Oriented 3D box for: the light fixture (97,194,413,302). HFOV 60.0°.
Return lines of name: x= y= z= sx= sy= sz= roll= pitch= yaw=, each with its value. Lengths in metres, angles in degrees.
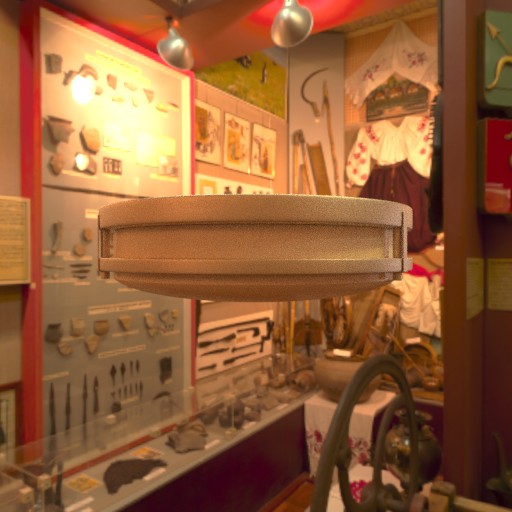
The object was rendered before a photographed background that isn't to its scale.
light fixture: x=0.000 y=0.000 z=0.531 sx=0.356 sy=0.102 sz=0.356 roll=0 pitch=0 yaw=0
